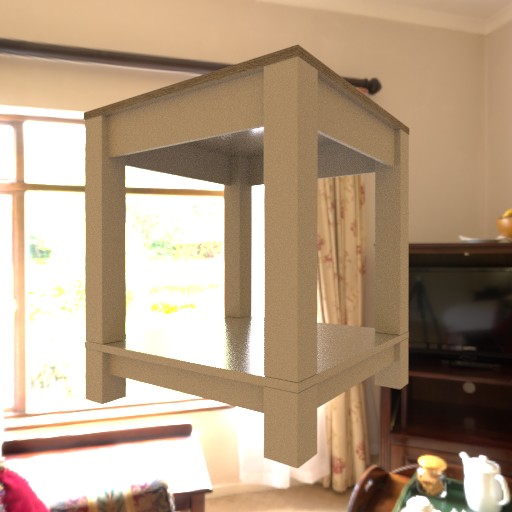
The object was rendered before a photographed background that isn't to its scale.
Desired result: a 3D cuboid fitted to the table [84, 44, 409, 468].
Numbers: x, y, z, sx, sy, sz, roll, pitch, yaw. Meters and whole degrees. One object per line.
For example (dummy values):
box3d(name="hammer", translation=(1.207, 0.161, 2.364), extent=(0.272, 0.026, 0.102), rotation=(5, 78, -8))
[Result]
box3d(name="table", translation=(0.000, 0.000, 0.965), extent=(0.506, 0.587, 0.504), rotation=(0, 0, 36))
